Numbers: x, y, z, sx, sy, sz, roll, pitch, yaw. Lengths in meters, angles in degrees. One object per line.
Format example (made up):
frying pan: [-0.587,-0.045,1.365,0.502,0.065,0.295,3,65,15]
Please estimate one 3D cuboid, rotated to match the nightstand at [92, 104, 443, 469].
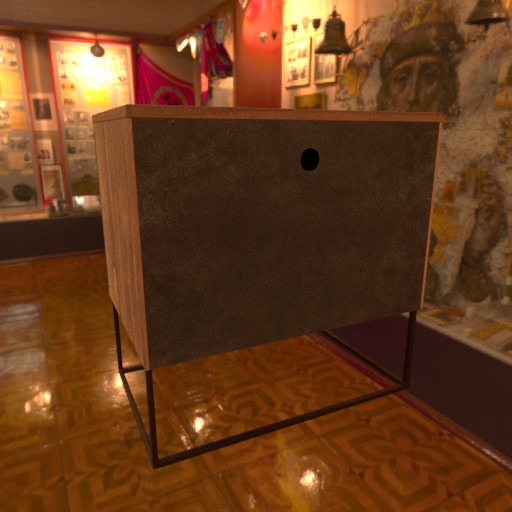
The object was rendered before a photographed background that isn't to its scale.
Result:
nightstand: [0.000,0.000,1.002,0.605,0.611,0.427,-7,17,-25]
